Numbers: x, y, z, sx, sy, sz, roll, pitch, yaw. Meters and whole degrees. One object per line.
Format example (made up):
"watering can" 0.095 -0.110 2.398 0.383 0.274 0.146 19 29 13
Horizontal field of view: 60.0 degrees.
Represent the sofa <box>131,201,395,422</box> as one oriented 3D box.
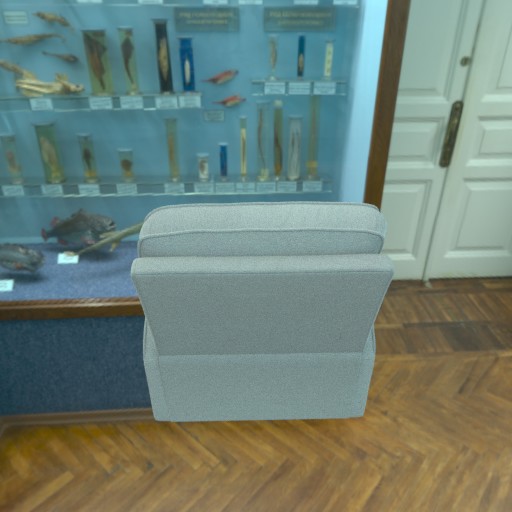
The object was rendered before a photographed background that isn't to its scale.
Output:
"sofa" 0.000 0.000 2.053 0.861 0.959 1.472 -1 29 -1
